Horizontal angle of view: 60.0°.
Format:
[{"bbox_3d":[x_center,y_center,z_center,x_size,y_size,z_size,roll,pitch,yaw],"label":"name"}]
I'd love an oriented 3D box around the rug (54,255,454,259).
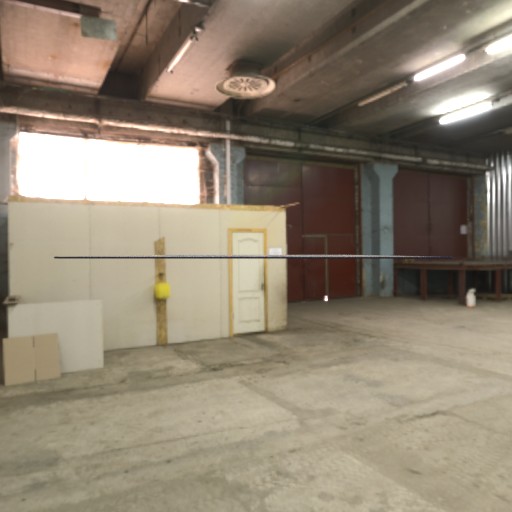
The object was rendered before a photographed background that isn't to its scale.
[{"bbox_3d":[0.000,0.000,2.896,1.630,0.009,2.232,0,0,1],"label":"rug"}]
